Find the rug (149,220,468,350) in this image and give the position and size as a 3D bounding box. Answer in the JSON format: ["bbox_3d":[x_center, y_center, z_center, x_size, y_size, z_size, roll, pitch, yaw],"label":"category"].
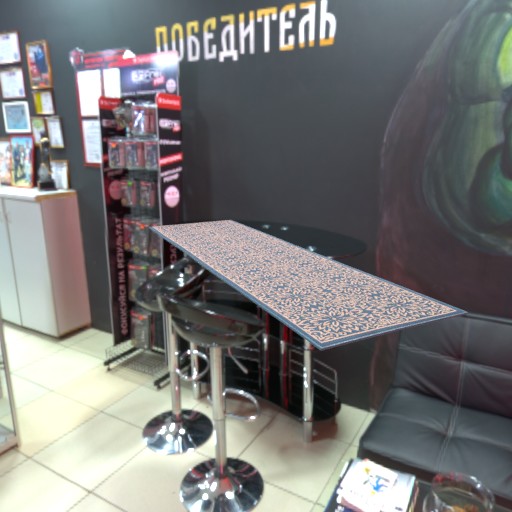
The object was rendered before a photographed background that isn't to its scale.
[{"bbox_3d":[0.000,0.000,2.446,0.662,0.011,2.196,-7,16,-26],"label":"rug"}]
